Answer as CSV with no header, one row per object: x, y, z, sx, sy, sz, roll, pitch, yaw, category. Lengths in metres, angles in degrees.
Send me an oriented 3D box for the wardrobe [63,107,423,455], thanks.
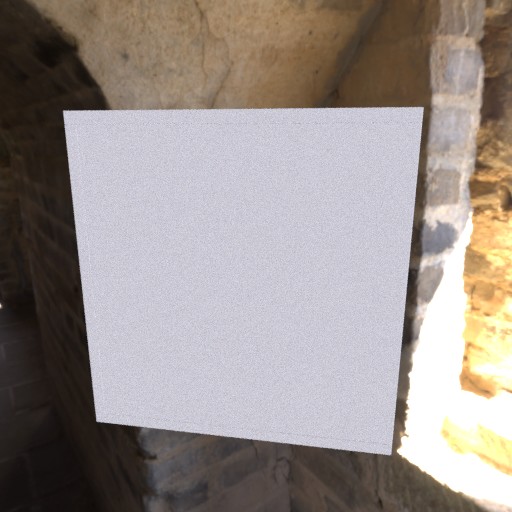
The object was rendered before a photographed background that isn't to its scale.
0.000,0.000,0.860,0.500,0.520,0.400,3,15,9,wardrobe
